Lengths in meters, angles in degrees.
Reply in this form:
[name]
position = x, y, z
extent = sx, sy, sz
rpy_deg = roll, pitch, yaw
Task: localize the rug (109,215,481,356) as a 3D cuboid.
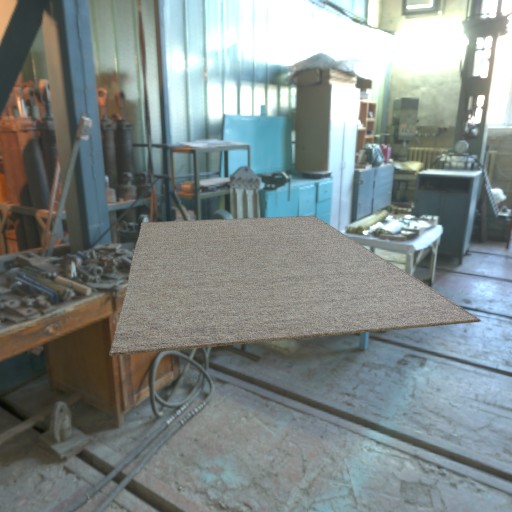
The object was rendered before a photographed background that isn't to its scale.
[rug]
position = 0.000, 0.000, 2.842
extent = 1.547, 0.013, 2.283
rpy_deg = -3, 17, -11
